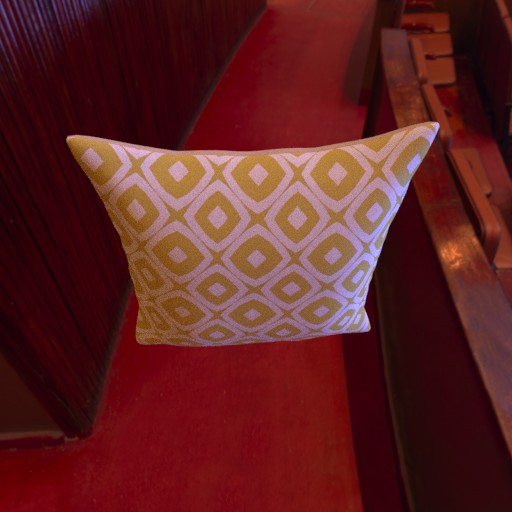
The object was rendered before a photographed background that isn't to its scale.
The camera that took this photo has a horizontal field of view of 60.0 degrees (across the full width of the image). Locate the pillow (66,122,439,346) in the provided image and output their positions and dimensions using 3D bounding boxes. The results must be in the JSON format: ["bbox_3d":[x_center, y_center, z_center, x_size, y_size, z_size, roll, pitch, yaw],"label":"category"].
[{"bbox_3d":[0.000,0.000,0.773,0.504,0.494,0.188,-3,46,-3],"label":"pillow"}]
